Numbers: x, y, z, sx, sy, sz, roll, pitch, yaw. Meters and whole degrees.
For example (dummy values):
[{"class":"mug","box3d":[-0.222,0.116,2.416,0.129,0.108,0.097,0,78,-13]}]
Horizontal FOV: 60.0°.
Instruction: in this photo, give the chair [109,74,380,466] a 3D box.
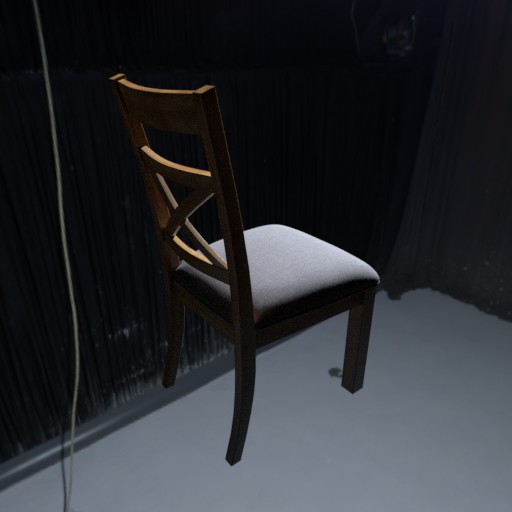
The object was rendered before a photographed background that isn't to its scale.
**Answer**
[{"class":"chair","box3d":[0.000,0.000,1.246,0.581,0.949,0.470,-19,32,-34]}]
